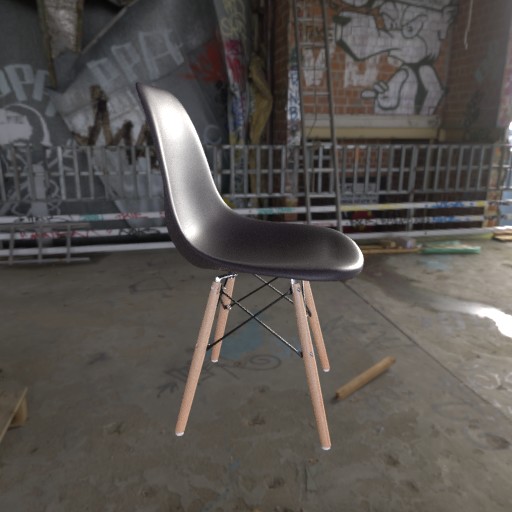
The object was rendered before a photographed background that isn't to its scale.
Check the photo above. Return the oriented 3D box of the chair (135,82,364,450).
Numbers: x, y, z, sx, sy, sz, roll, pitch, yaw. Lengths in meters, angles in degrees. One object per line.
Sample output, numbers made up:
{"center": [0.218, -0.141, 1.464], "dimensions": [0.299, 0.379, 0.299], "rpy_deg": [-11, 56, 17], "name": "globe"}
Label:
{"center": [0.000, 0.000, 1.130], "dimensions": [0.533, 0.825, 0.470], "rpy_deg": [2, 16, 8], "name": "chair"}
